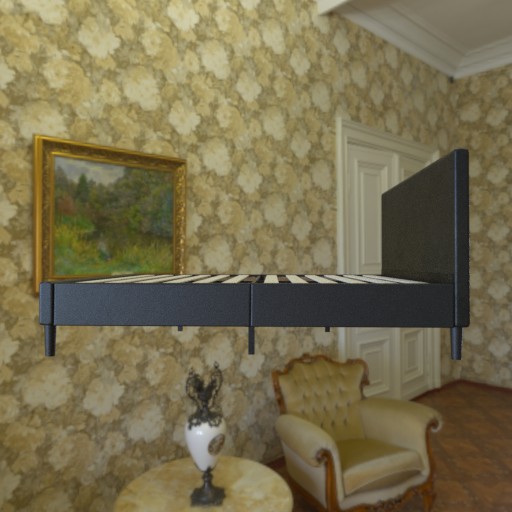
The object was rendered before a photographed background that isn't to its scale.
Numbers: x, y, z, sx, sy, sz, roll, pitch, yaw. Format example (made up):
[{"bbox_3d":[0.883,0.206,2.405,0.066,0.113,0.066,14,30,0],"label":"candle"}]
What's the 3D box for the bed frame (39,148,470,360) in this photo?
[{"bbox_3d":[0.000,0.000,2.944,2.152,1.046,1.469,0,-1,2],"label":"bed frame"}]
